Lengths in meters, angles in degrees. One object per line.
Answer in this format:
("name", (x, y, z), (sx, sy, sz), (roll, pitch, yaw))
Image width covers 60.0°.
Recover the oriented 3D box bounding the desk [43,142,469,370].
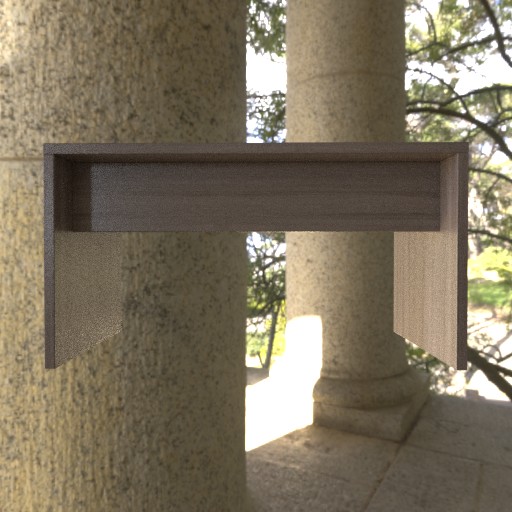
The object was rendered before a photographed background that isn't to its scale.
("desk", (0.000, 0.000, 1.786), (1.380, 0.745, 0.690), (0, 1, 1))
